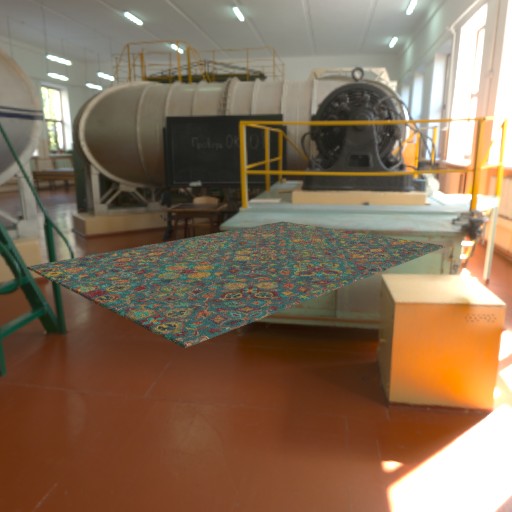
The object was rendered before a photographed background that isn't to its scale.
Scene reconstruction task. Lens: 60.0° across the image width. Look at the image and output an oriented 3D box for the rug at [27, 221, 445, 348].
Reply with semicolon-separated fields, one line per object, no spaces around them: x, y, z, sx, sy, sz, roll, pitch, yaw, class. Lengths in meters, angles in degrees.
0.000;0.000;2.873;1.527;0.016;2.290;13;19;43;rug
